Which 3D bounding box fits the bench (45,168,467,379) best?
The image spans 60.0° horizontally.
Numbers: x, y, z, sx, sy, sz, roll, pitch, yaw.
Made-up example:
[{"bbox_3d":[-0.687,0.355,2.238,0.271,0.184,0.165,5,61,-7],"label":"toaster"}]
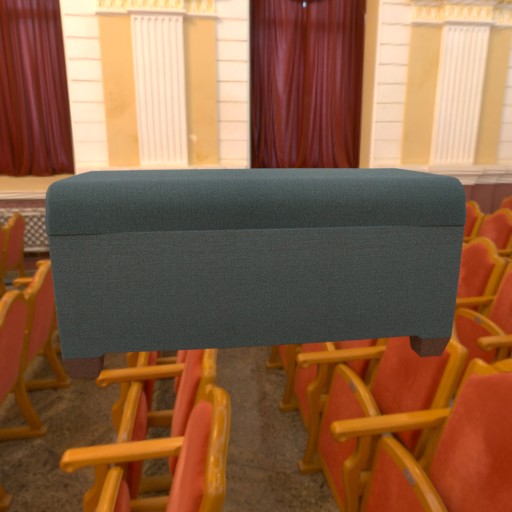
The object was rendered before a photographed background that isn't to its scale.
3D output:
[{"bbox_3d":[0.000,0.000,1.249,0.995,0.474,0.476,-2,14,-7],"label":"bench"}]
